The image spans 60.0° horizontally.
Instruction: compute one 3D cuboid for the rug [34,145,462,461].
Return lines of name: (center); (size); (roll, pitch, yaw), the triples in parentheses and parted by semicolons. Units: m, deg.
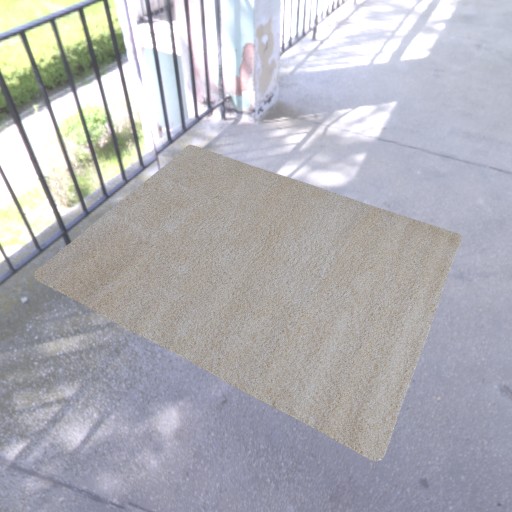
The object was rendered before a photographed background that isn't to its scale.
rug: (0.000, 0.000, 2.042); (1.600, 0.025, 1.199); (22, 51, 20)
